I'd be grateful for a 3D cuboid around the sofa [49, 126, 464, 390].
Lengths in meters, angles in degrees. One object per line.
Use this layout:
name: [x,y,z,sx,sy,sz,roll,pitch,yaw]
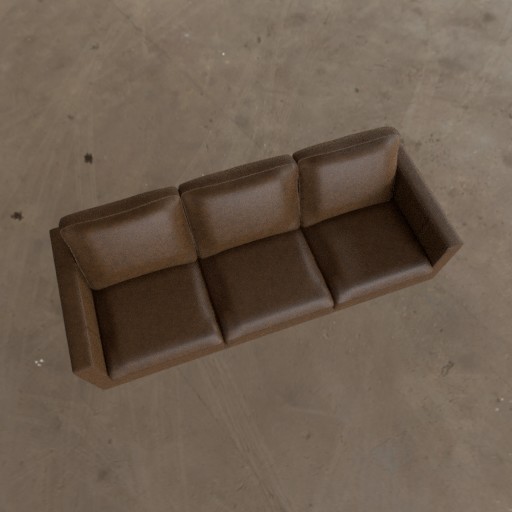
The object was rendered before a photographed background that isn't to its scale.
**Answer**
sofa: [0.000,0.000,2.735,2.231,0.930,0.903,-17,65,-8]
